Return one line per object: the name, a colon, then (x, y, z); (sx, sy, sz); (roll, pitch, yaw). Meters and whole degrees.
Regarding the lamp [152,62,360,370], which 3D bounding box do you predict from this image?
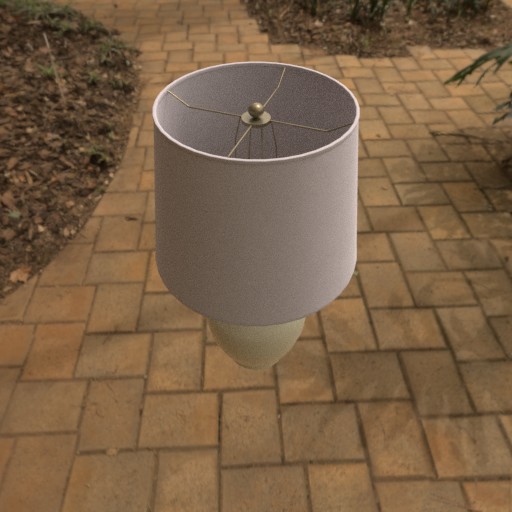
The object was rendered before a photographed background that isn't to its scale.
lamp: (0.000, 0.000, 0.548); (0.239, 0.399, 0.239); (0, 46, 0)
